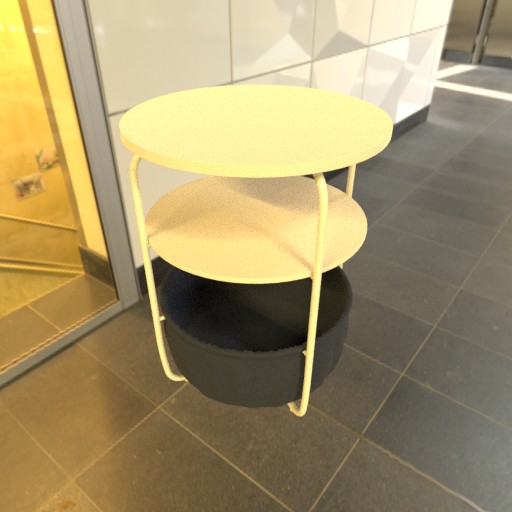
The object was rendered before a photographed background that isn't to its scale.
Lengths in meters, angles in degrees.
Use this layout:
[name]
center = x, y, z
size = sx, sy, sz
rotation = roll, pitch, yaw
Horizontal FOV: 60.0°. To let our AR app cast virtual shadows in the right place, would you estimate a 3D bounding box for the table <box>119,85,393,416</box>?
[table]
center = 0.000, 0.000, 0.845
size = 0.418, 0.532, 0.418
rotation = 11, 35, 16
